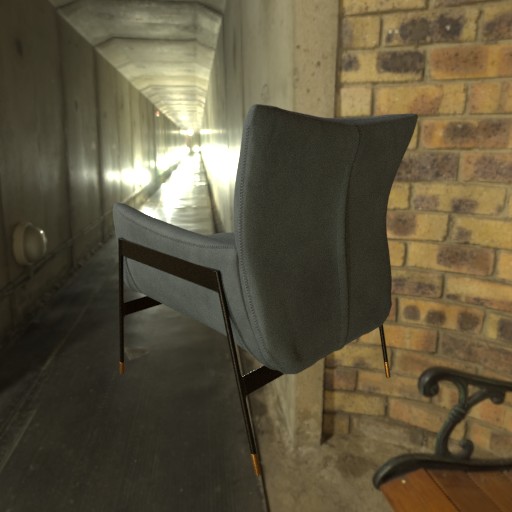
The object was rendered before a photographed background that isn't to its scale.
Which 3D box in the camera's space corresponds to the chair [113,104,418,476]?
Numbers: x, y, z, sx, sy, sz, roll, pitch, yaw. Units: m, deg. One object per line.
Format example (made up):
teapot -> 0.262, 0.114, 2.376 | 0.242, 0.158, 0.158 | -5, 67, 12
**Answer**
chair -> 0.000, 0.000, 1.400 | 0.678, 0.858, 0.709 | -15, 22, -43
